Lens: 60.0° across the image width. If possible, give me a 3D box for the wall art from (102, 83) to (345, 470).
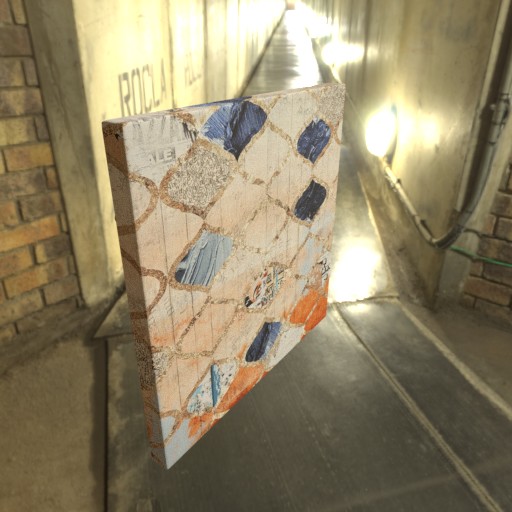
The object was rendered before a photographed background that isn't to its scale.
[{"bbox_3d":[0.000,0.000,0.745,0.038,0.508,0.507,18,32,32],"label":"wall art"}]
